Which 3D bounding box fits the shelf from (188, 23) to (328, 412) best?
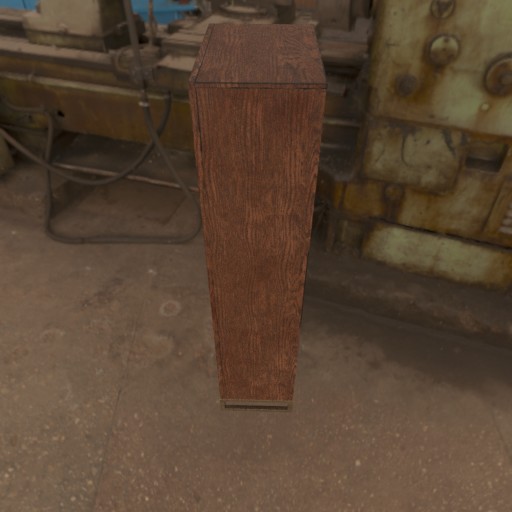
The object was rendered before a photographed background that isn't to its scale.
[{"bbox_3d":[0.000,0.000,1.951,0.395,1.732,0.539,1,43,1],"label":"shelf"}]
